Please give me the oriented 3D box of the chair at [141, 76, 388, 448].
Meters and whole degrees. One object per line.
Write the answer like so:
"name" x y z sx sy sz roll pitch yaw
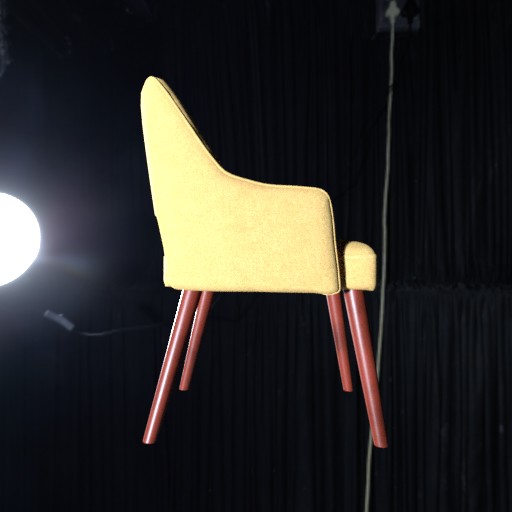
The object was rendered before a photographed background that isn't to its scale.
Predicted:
"chair" 0.000 0.000 1.211 0.605 0.849 0.548 0 0 2
